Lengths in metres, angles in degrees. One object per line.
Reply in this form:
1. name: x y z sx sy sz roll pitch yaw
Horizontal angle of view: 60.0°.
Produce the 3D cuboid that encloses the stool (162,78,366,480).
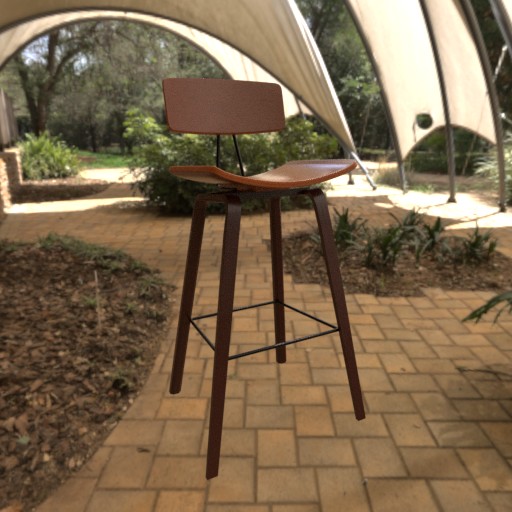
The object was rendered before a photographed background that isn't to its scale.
1. stool: 0.000 0.000 1.257 0.509 0.969 0.440 -9 19 -27
